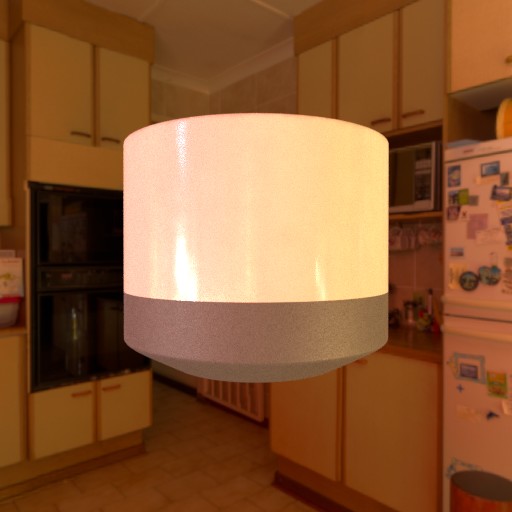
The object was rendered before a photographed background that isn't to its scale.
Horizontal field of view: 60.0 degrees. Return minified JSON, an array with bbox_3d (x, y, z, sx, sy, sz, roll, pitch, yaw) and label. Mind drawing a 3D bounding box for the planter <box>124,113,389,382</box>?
[{"bbox_3d":[0.000,0.000,0.225,0.128,0.105,0.128,0,1,0],"label":"planter"}]
